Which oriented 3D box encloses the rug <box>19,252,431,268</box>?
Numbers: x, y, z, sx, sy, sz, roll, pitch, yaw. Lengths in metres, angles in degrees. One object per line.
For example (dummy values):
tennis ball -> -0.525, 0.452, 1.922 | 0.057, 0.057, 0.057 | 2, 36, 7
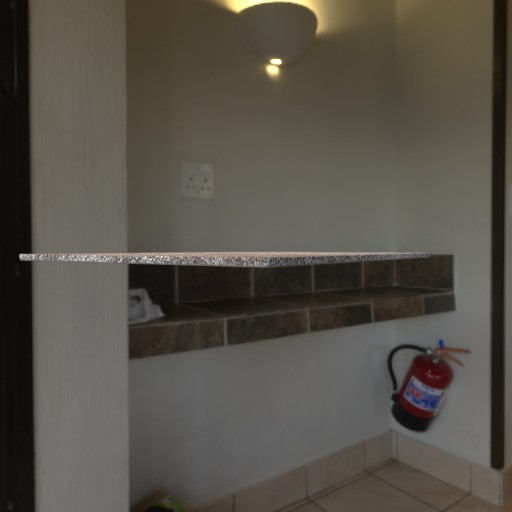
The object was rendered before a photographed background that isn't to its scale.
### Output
rug -> 0.000, 0.000, 2.084 | 1.198, 0.025, 1.601 | 1, 1, 35
